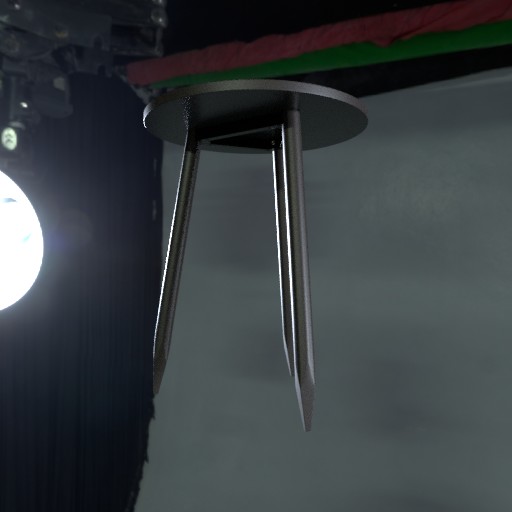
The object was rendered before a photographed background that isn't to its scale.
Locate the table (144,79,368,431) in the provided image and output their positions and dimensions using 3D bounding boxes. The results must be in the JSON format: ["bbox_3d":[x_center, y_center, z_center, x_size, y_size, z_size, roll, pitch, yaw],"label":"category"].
[{"bbox_3d":[0.000,0.000,0.934,0.457,0.585,0.457,0,0,0],"label":"table"}]
